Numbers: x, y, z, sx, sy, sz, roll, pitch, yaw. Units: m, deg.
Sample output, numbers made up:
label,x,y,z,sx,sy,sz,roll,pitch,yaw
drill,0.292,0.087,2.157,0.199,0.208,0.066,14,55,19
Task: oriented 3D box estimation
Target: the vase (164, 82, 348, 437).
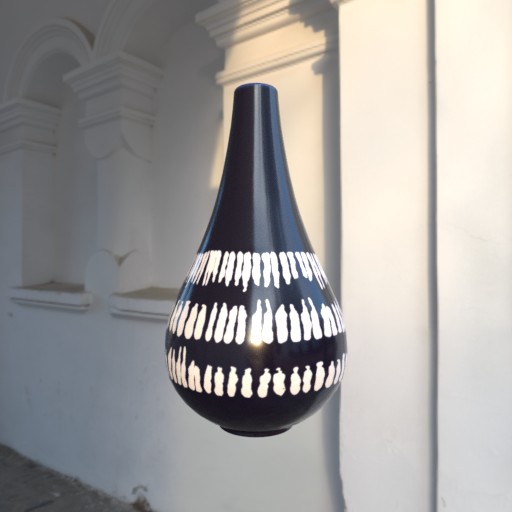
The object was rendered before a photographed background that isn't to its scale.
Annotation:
label,x,y,z,sx,sy,sz,roll,pitch,yaw
vase,0.000,0.000,0.393,0.159,0.295,0.159,0,-1,0
